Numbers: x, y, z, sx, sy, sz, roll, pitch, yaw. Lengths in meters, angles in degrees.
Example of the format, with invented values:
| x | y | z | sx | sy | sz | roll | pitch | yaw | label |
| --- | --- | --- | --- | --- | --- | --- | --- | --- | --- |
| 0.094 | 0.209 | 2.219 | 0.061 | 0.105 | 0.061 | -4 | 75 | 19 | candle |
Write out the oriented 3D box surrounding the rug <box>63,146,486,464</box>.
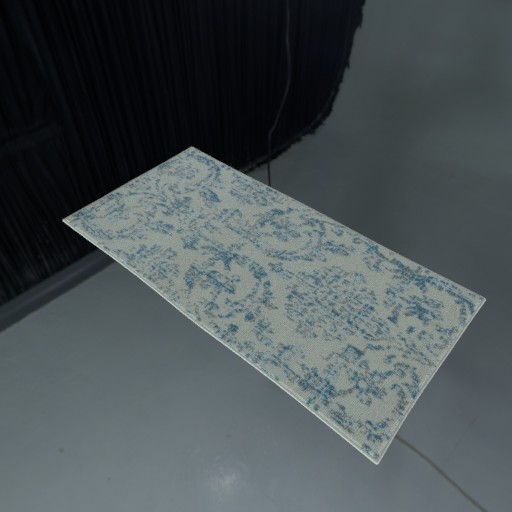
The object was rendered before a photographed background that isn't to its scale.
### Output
| x | y | z | sx | sy | sz | roll | pitch | yaw | label |
| --- | --- | --- | --- | --- | --- | --- | --- | --- | --- |
| 0.000 | 0.000 | 1.385 | 1.220 | 0.007 | 0.605 | 32 | 54 | 27 | rug |
